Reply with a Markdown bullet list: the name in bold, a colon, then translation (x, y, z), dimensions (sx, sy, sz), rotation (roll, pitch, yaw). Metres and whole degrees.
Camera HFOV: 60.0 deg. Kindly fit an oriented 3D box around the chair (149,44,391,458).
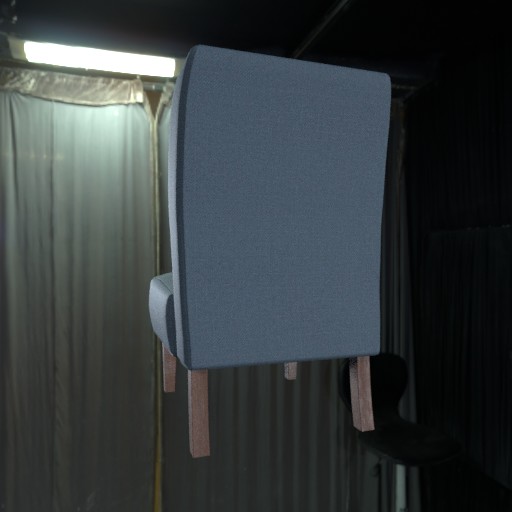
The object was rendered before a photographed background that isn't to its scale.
- **chair**: translation (0.000, 0.000, 1.176), dimensions (0.513, 0.804, 0.592), rotation (0, 0, -20)
